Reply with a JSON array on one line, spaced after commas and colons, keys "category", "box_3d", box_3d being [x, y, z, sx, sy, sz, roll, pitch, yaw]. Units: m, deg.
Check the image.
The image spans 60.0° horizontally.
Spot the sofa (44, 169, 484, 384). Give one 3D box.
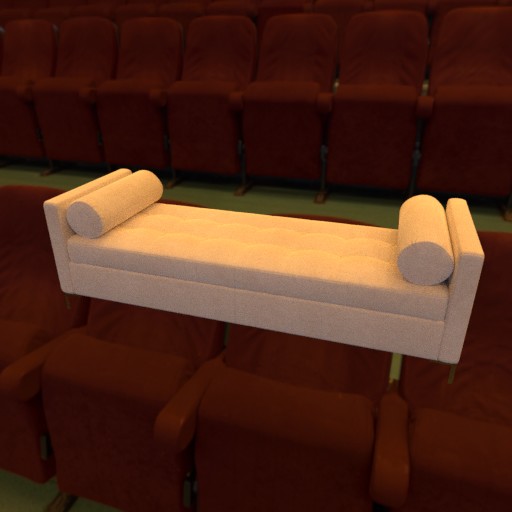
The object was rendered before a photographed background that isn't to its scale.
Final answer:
[{"category": "sofa", "box_3d": [0.000, 0.000, 2.312, 1.981, 0.635, 0.686, 8, 27, 16]}]
